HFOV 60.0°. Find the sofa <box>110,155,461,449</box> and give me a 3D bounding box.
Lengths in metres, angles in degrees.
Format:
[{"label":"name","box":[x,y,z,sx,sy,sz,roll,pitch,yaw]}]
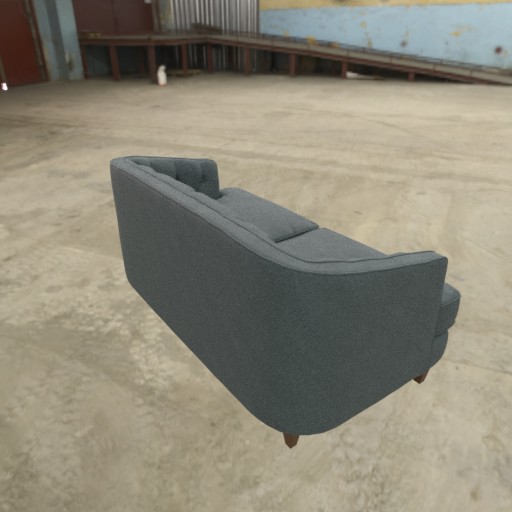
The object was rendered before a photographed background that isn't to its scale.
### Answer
[{"label":"sofa","box":[0.000,0.000,2.233,0.941,0.855,1.733,-19,33,-32]}]
